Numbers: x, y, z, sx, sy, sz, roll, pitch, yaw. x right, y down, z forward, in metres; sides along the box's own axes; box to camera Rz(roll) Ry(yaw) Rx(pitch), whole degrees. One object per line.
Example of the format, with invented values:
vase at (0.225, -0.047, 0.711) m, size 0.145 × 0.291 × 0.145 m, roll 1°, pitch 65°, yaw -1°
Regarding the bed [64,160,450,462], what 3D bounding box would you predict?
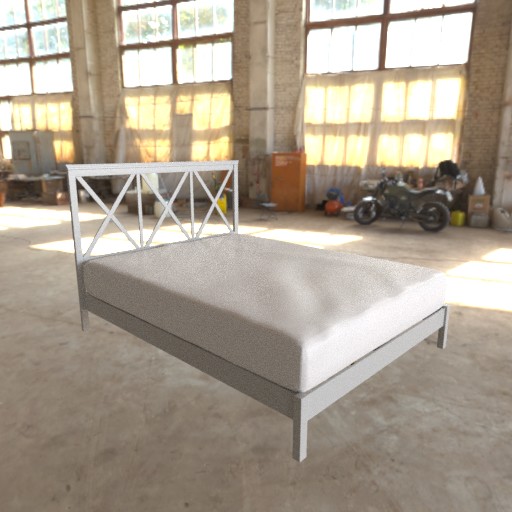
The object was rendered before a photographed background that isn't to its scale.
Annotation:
bed at (0.000, 0.000, 3.121) m, size 2.135 × 1.253 × 1.673 m, roll 13°, pitch 19°, yaw 42°
